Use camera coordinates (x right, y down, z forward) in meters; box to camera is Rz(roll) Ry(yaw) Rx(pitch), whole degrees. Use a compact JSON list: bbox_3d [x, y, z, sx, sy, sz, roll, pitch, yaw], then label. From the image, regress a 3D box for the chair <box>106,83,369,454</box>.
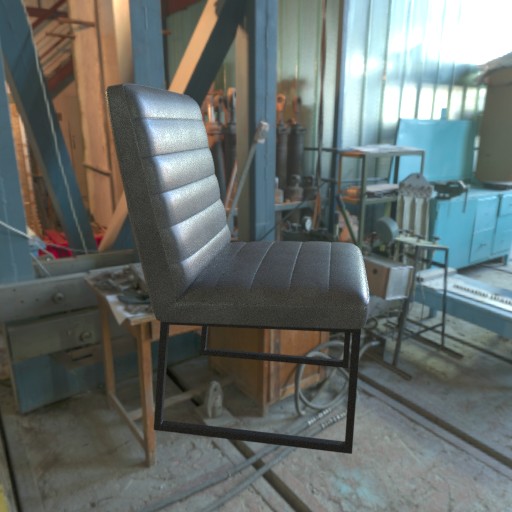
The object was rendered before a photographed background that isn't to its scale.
[{"bbox_3d":[0.000,0.000,1.312,0.634,0.930,0.520,3,16,10],"label":"chair"}]
